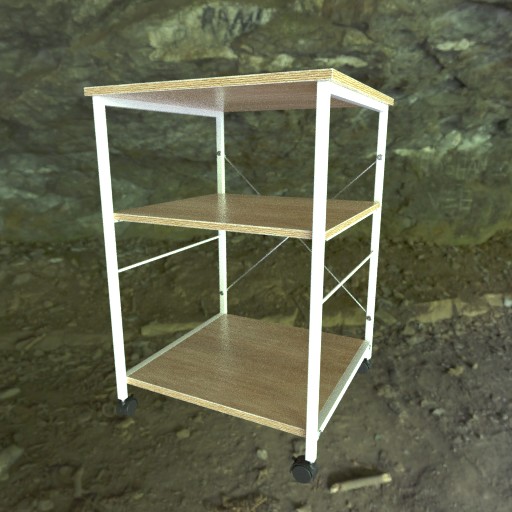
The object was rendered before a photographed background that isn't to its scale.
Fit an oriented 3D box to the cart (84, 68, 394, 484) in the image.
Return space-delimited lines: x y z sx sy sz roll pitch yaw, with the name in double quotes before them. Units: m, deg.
"cart" 0.000 0.000 1.103 0.521 0.762 0.520 7 16 26
